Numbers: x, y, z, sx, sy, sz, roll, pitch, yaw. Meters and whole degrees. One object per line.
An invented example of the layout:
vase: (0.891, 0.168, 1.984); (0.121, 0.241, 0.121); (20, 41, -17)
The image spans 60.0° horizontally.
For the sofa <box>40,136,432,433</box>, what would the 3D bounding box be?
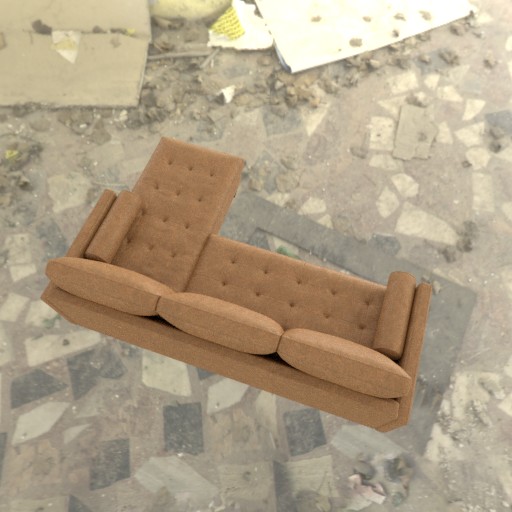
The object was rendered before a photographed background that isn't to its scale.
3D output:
sofa: (0.000, 0.000, 2.894); (2.178, 0.876, 1.506); (17, 65, 8)
